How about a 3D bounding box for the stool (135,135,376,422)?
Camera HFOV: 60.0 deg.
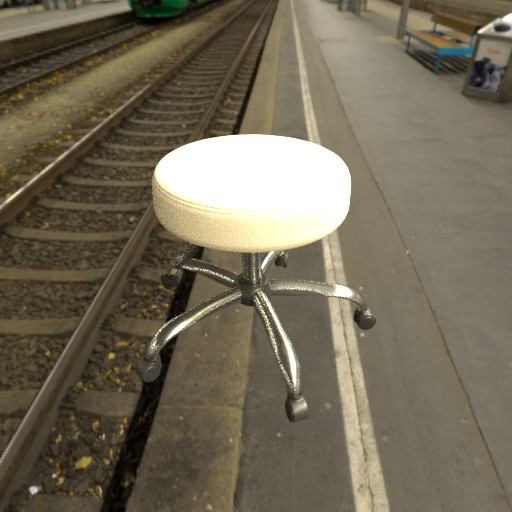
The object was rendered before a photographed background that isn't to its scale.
[{"bbox_3d":[0.000,0.000,1.054,0.634,0.482,0.614,-10,34,-15],"label":"stool"}]
